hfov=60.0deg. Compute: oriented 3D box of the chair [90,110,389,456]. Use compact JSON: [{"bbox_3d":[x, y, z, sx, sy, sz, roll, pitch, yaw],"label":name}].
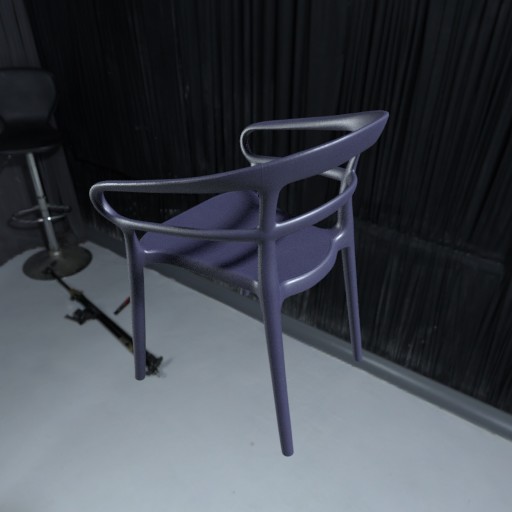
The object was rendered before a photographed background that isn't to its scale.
[{"bbox_3d":[0.000,0.000,1.132,0.527,0.761,0.559,22,38,30],"label":"chair"}]
